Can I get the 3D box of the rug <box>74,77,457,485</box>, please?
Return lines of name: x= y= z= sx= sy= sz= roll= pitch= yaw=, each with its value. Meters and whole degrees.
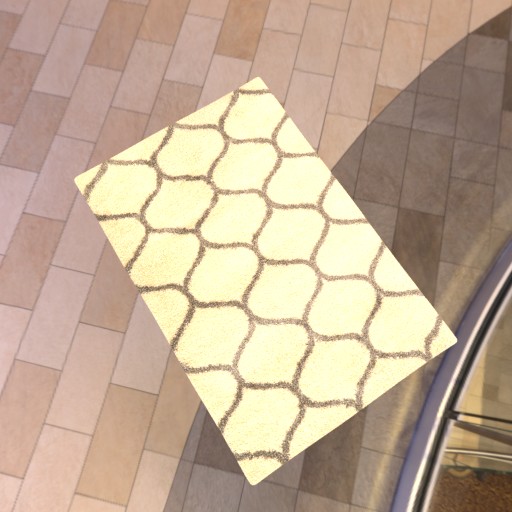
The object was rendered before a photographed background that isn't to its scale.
rug: x=0.000 y=0.000 z=3.433 sx=1.801 sy=0.026 sz=2.701 roll=-32 pitch=77 yaw=-8
